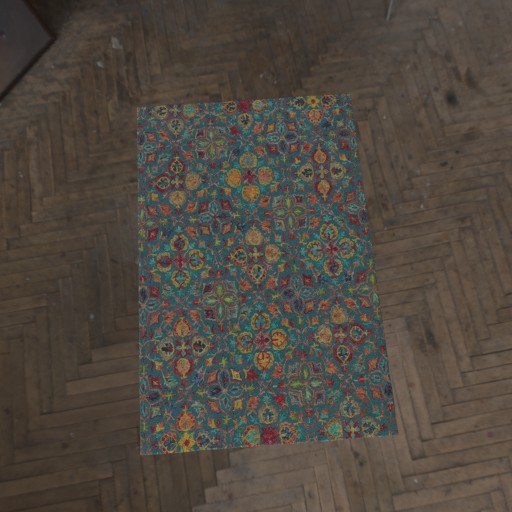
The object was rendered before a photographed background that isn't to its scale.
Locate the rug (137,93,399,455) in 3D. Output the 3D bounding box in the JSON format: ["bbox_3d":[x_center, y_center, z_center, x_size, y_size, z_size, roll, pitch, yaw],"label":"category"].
[{"bbox_3d":[0.000,0.000,2.300,1.216,0.014,1.836,-4,76,-1],"label":"rug"}]
